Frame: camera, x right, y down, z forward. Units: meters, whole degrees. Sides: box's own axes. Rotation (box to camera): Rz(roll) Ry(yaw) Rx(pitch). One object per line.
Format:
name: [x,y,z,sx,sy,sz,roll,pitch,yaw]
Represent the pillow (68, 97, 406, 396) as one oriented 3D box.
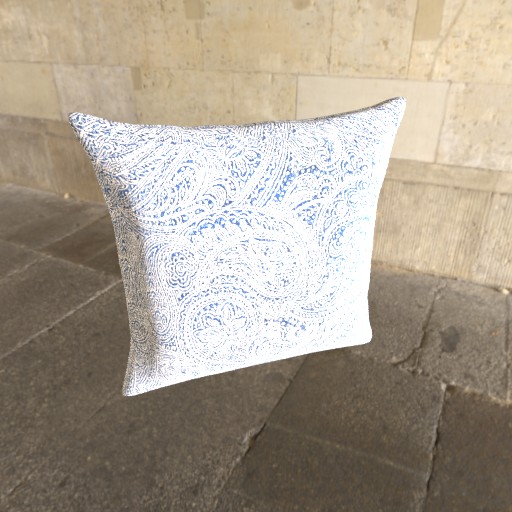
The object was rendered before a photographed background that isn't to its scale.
pillow: [0.000,0.000,0.773,0.523,0.510,0.166,-8,28,-15]
